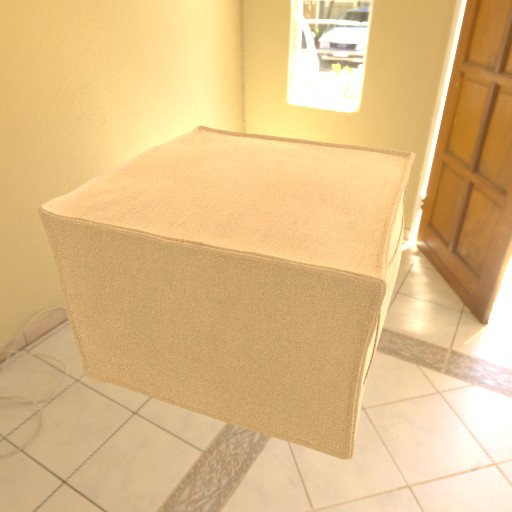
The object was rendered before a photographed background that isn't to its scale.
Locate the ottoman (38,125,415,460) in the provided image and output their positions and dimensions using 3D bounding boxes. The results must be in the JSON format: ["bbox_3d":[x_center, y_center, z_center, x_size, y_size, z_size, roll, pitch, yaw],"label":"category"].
[{"bbox_3d":[0.000,0.000,1.137,0.696,0.470,0.707,11,33,18],"label":"ottoman"}]
